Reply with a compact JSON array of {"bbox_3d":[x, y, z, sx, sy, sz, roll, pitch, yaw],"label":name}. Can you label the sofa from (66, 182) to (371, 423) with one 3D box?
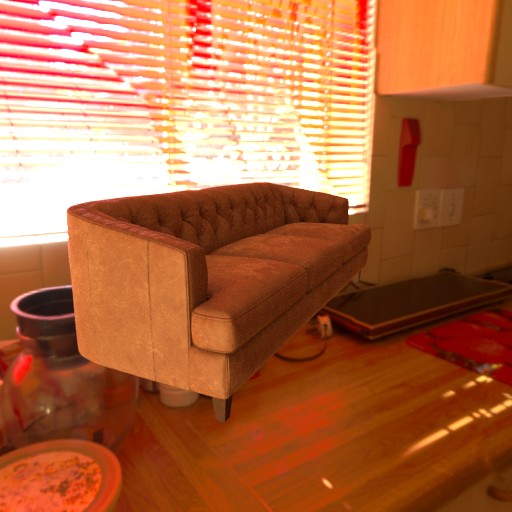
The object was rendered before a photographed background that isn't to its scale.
[{"bbox_3d":[0.000,0.000,2.660,0.922,0.791,2.257,6,14,25],"label":"sofa"}]
